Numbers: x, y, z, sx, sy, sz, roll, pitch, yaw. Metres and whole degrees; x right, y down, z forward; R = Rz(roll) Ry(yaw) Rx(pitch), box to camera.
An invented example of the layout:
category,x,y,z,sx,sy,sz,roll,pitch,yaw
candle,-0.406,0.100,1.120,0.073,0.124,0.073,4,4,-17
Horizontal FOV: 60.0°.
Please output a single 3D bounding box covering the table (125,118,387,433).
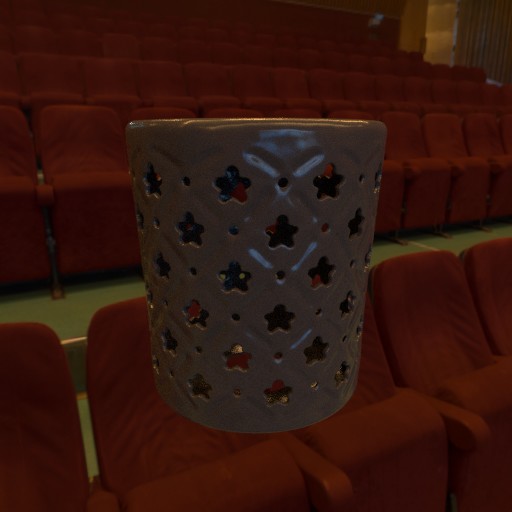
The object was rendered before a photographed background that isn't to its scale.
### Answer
category,x,y,z,sx,sy,sz,roll,pitch,yaw
table,0.000,0.000,0.662,0.352,0.387,0.352,0,15,0
